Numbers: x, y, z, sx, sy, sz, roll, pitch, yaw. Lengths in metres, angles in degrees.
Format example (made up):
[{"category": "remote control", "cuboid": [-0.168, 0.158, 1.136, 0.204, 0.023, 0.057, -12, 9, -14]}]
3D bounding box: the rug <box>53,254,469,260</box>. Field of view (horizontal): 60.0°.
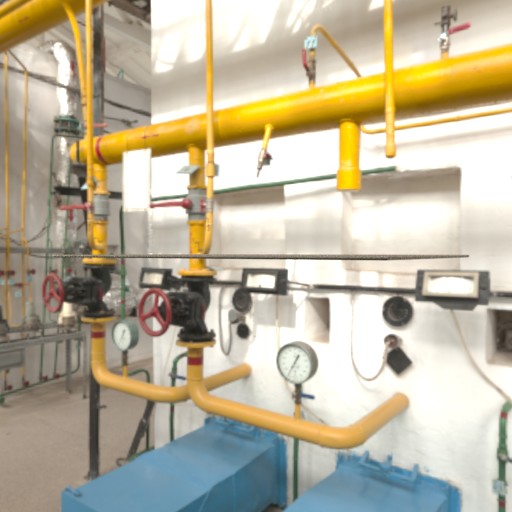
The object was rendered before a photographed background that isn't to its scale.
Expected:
[{"category": "rug", "cuboid": [0.000, 0.000, 2.212, 1.748, 0.014, 1.144, 0, 0, 36]}]
